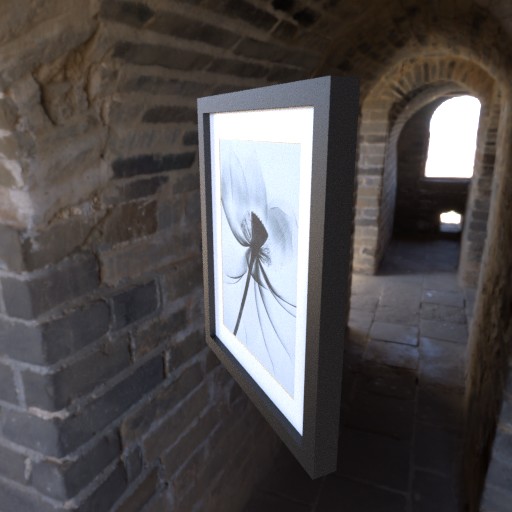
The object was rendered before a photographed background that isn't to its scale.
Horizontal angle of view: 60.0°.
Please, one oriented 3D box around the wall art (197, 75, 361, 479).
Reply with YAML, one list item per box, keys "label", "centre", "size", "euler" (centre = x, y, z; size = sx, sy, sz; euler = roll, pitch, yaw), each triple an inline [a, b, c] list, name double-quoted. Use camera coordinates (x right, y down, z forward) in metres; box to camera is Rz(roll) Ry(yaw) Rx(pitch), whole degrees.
- label: "wall art"
  centre: [0.000, 0.000, 0.544]
  size: [0.029, 0.381, 0.330]
  euler: [-8, 18, -24]
